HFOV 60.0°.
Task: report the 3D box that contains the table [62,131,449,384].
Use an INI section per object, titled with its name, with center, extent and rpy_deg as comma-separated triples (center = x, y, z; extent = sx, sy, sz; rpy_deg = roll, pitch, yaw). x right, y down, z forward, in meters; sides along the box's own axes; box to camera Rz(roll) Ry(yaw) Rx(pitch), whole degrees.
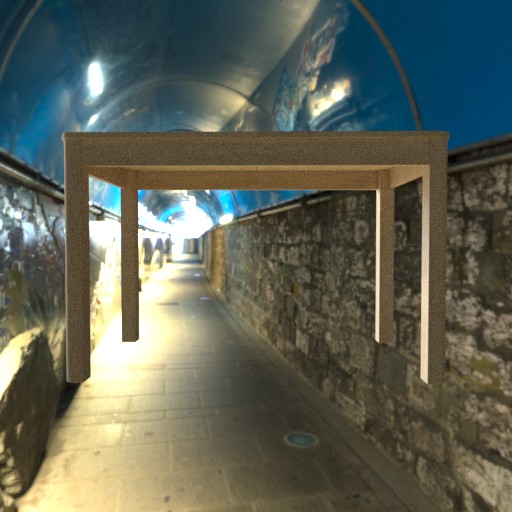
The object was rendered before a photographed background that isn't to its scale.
[table]
center = 0.000, 0.000, 1.951
extent = 1.400, 0.900, 0.750
rpy_deg = 0, 2, 1
